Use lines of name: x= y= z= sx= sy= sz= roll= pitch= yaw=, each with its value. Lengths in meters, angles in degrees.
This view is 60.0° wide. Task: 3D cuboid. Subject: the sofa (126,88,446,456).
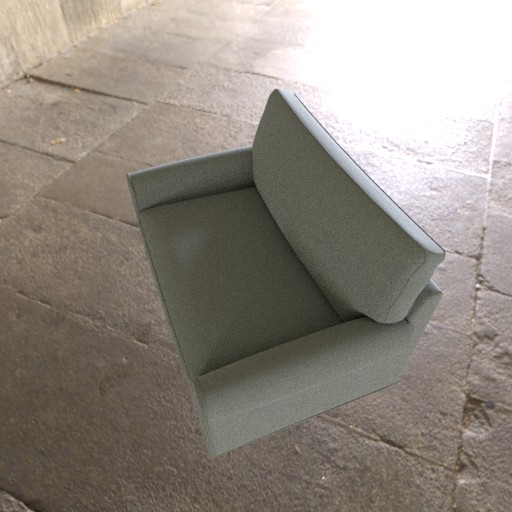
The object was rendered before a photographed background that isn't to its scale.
sofa: x=0.000 y=0.000 z=2.053 sx=0.940 sy=0.953 sz=1.410 roll=-16 pitch=49 yaw=-15
